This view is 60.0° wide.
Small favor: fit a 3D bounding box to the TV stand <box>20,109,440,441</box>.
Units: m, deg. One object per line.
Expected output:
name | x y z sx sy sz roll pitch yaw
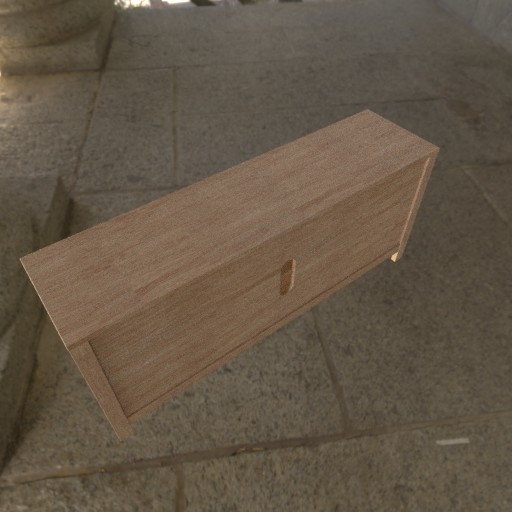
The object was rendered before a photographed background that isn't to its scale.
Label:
TV stand | 0.000 0.000 1.723 1.466 0.610 0.398 -29 53 -24
